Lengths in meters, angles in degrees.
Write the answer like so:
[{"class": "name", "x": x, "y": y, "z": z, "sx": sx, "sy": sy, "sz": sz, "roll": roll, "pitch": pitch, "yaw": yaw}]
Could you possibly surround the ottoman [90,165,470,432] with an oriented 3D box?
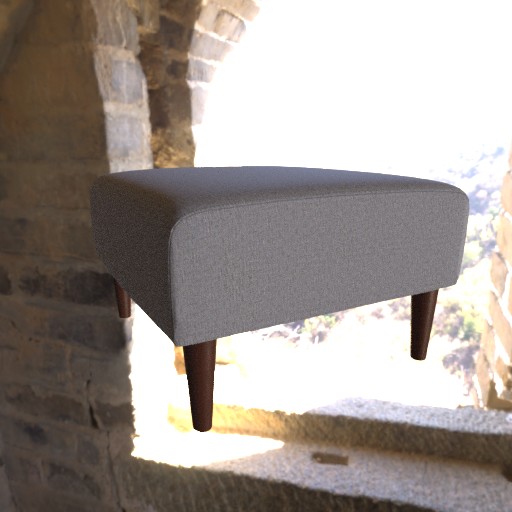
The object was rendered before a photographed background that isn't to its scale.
[{"class": "ottoman", "x": 0.000, "y": 0.000, "z": 1.037, "sx": 0.648, "sy": 0.399, "sz": 0.655, "roll": -8, "pitch": 16, "yaw": -28}]
